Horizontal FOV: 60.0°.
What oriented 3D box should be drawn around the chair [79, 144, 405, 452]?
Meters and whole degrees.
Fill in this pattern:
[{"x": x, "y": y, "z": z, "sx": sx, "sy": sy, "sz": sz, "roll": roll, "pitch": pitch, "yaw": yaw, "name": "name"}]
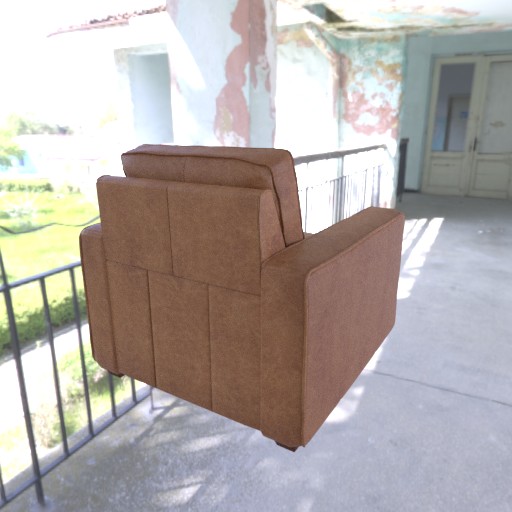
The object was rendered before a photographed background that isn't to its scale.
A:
[{"x": 0.000, "y": 0.000, "z": 1.807, "sx": 0.987, "sy": 0.901, "sz": 1.027, "roll": 9, "pitch": 19, "yaw": 28, "name": "chair"}]
